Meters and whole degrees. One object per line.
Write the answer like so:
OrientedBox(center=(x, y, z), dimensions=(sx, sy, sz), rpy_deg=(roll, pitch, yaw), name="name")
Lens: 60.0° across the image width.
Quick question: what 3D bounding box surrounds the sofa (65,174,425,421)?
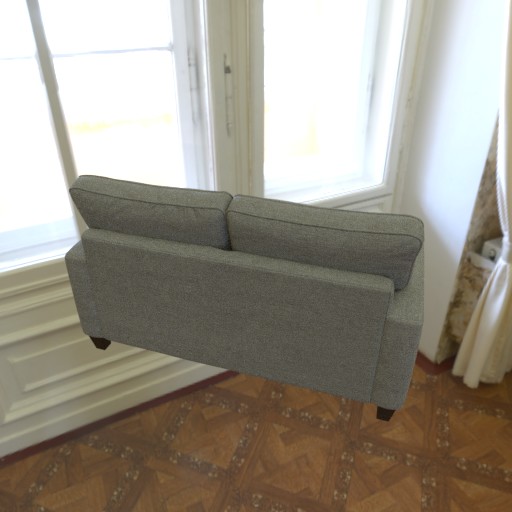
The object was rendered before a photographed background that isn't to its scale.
OrientedBox(center=(0.000, 0.000, 2.311), dimensions=(1.651, 0.965, 0.965), rpy_deg=(10, 32, 16), name="sofa")
